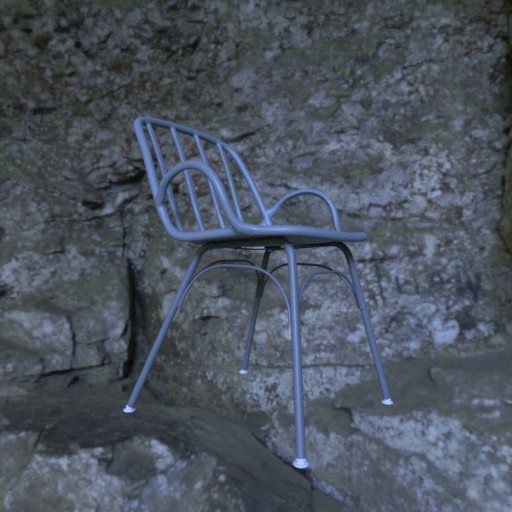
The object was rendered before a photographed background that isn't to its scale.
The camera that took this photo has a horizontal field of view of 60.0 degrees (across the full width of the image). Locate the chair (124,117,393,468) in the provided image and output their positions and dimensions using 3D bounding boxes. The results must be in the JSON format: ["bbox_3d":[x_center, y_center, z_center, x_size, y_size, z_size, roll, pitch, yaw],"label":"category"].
[{"bbox_3d":[0.000,0.000,1.219,0.597,0.816,0.549,0,0,37],"label":"chair"}]
